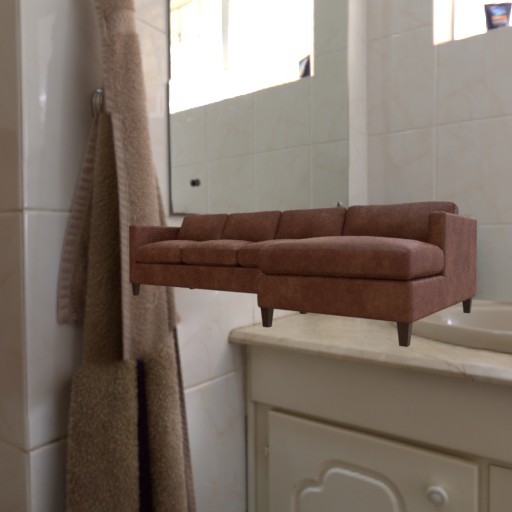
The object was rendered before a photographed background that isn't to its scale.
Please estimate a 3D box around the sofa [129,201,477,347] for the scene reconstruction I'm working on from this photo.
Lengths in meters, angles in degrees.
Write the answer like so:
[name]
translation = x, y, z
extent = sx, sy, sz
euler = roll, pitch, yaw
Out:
[sofa]
translation = 0.000, 0.000, 3.850
extent = 3.203, 0.883, 1.581
euler = 1, 2, 37
